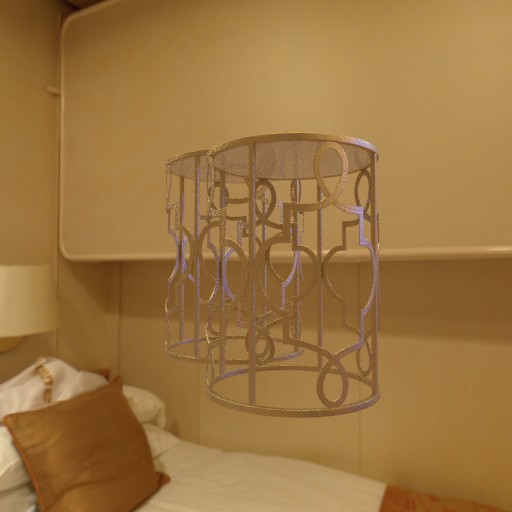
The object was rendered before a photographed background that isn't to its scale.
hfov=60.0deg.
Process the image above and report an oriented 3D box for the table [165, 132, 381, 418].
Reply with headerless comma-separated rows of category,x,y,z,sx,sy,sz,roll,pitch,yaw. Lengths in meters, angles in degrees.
table,0.000,0.000,1.162,0.420,0.564,0.846,0,-2,-18
